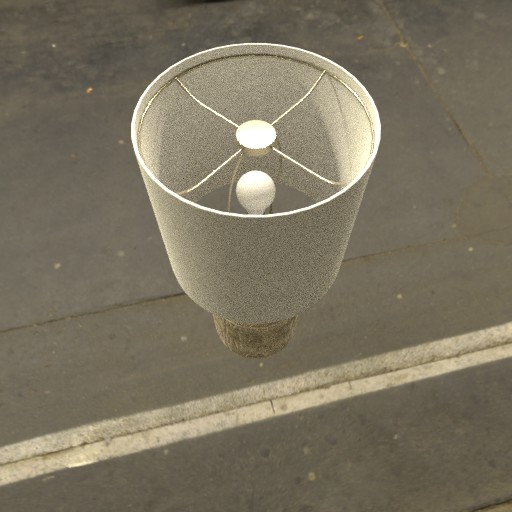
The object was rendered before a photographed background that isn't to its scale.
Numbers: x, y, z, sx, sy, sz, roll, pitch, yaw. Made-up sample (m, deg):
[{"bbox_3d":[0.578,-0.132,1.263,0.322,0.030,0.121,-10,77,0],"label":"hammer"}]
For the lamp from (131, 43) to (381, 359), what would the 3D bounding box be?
[{"bbox_3d":[0.000,0.000,0.572,0.211,0.455,0.211,-31,64,-17],"label":"lamp"}]
